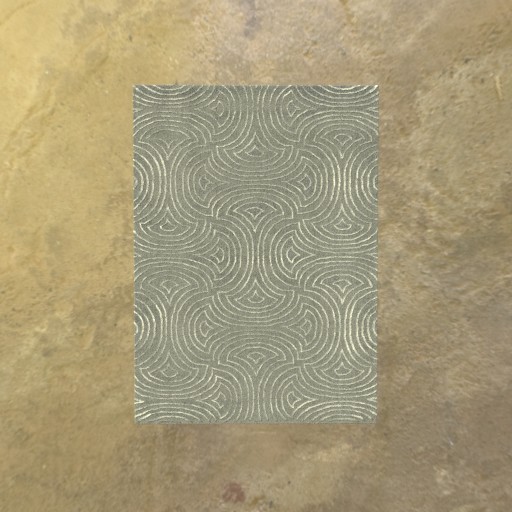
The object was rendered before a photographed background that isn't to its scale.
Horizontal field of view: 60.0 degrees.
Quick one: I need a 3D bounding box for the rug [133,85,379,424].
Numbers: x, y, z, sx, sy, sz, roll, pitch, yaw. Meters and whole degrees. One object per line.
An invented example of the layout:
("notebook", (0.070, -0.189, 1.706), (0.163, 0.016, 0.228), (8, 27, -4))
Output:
("rug", (0.000, 0.000, 2.805), (1.543, 0.015, 2.144), (0, 91, 0))
